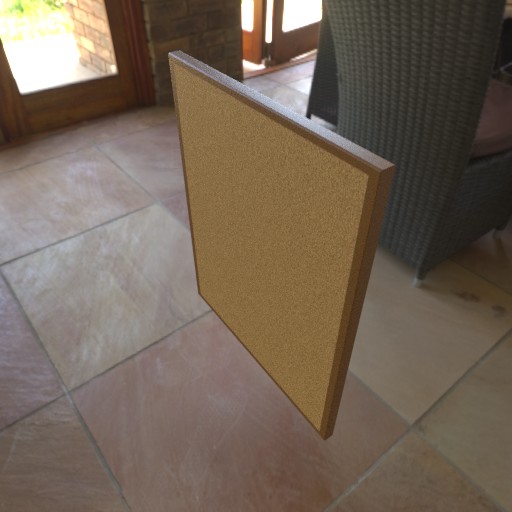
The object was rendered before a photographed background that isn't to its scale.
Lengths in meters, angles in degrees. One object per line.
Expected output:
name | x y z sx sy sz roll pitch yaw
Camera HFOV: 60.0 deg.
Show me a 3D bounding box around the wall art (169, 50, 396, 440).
wall art | 0.000 0.000 0.752 0.021 0.550 0.449 -25 47 -26
